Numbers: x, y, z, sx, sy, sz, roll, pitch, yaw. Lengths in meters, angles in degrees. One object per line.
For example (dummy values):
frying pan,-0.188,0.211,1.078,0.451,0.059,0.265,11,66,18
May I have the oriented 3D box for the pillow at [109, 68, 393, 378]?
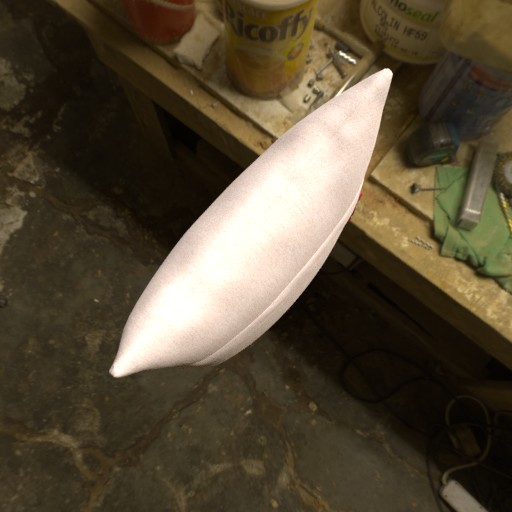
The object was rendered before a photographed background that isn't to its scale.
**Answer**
pillow,0.000,0.000,0.660,0.173,0.436,0.433,40,79,9
